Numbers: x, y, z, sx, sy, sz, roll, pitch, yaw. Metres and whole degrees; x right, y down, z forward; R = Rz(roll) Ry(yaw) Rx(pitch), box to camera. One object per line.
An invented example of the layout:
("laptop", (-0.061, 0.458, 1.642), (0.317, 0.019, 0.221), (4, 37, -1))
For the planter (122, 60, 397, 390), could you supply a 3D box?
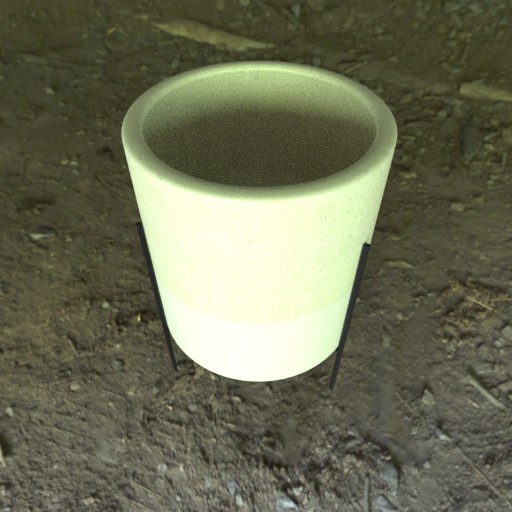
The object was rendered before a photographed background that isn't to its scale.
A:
("planter", (0.000, 0.000, 0.700), (0.333, 0.483, 0.324), (-16, 48, -15))
